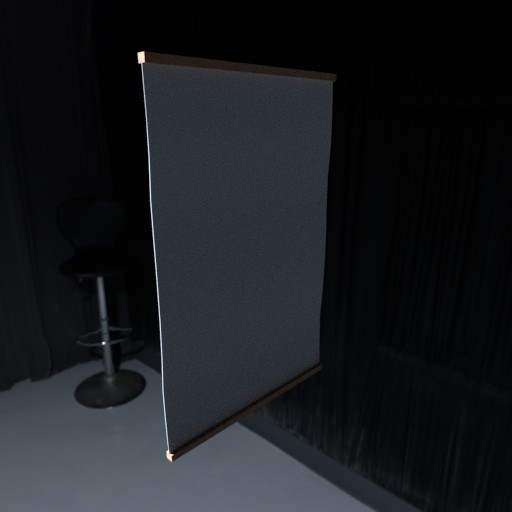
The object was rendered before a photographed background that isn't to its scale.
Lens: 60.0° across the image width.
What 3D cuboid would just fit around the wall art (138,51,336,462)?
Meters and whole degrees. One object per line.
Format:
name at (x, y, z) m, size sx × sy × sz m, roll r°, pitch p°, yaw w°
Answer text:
wall art at (0.000, 0.000, 0.640) m, size 0.332 × 0.508 × 0.012 m, roll -16°, pitch 23°, yaw -42°
